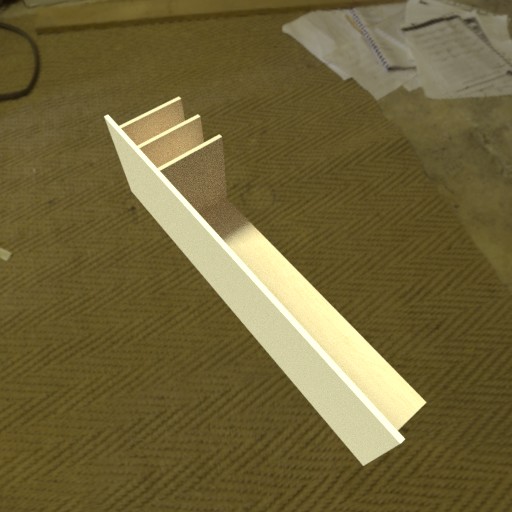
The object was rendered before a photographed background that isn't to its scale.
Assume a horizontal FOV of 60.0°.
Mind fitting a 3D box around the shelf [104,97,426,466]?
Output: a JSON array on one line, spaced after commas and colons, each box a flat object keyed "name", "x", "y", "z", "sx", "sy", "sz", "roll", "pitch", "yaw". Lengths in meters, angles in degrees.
[{"name": "shelf", "x": 0.000, "y": 0.000, "z": 1.107, "sx": 0.200, "sy": 0.300, "sz": 1.020, "roll": -34, "pitch": 64, "yaw": -19}]
